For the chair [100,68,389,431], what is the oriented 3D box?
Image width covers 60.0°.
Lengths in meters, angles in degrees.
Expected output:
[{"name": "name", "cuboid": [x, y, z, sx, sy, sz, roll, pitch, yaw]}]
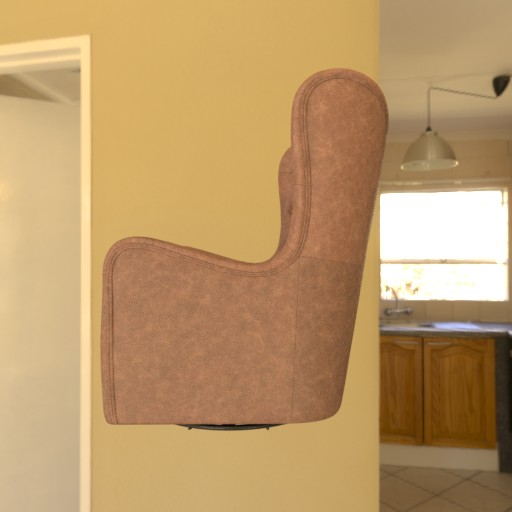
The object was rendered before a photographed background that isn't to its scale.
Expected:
[{"name": "chair", "cuboid": [0.000, 0.000, 1.669, 0.930, 1.079, 0.831, 0, -1, 0]}]
